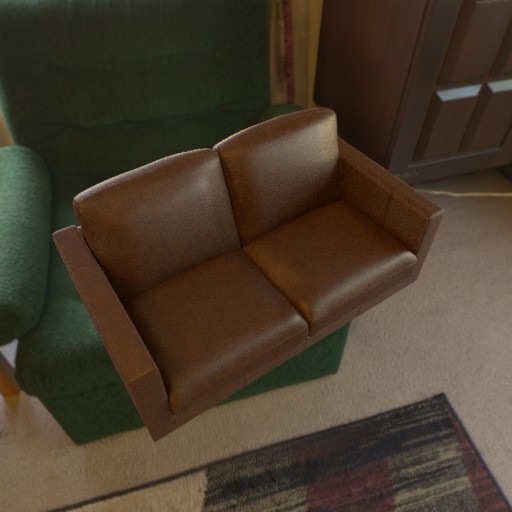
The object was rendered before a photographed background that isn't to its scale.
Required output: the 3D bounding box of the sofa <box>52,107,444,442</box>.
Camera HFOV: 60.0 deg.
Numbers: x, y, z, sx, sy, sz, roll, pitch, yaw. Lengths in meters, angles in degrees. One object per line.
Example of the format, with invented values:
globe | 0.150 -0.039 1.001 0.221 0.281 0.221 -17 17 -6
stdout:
sofa | 0.000 0.000 2.154 1.578 0.951 0.909 -26 52 -22
